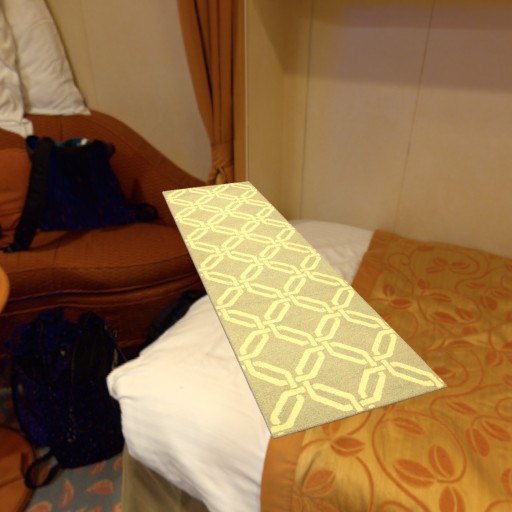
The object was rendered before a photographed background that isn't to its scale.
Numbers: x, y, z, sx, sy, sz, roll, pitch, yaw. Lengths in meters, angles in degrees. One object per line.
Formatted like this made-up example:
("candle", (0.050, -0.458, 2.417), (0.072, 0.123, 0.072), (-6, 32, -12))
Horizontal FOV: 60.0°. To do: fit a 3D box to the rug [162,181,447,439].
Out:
("rug", (0.000, 0.000, 2.442), (0.678, 0.014, 2.276), (-10, 31, -17))
